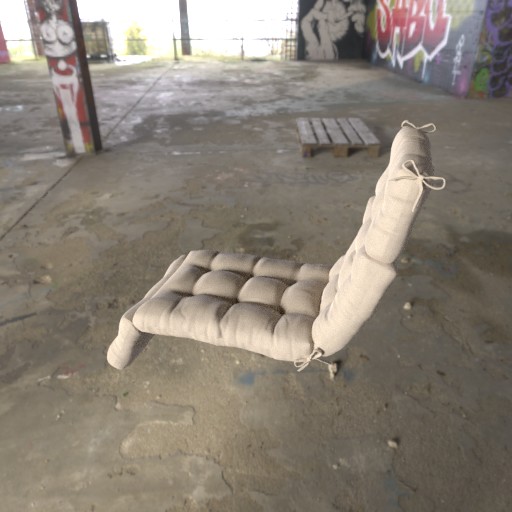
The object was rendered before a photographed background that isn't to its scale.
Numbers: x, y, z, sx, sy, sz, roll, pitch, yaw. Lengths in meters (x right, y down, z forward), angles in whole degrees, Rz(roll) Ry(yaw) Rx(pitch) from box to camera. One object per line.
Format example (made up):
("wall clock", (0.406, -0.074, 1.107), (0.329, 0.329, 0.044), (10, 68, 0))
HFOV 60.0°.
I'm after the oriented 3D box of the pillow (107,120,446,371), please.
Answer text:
("pillow", (0.000, 0.000, 1.487), (1.016, 0.863, 0.526), (9, 30, 15))
